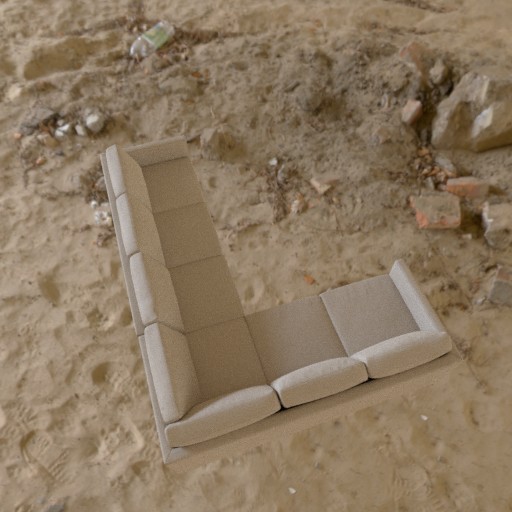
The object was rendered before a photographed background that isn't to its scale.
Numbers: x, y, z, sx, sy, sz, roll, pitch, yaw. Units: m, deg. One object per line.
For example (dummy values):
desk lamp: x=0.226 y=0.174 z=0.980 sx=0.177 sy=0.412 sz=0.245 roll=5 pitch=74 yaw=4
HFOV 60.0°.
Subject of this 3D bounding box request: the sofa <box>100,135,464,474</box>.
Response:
sofa: x=0.000 y=0.000 z=4.292 sx=2.432 sy=0.863 sz=3.182 roll=-16 pitch=59 yaw=-10
